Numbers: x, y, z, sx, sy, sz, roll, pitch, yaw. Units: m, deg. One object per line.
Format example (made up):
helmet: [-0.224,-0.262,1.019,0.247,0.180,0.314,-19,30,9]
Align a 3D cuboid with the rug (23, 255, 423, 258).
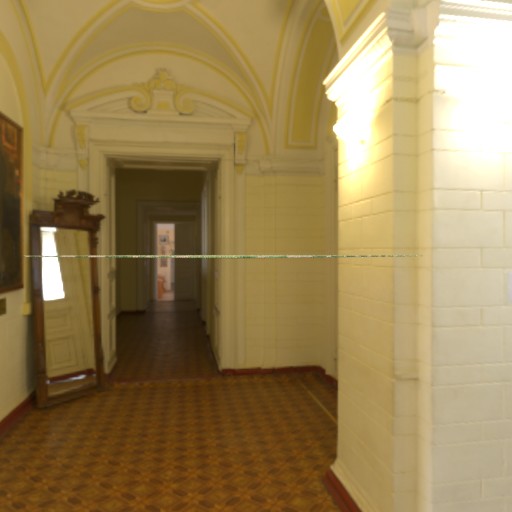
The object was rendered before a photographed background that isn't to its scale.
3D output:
rug: [0.000,0.000,2.334,1.220,0.006,1.826,0,0,35]
